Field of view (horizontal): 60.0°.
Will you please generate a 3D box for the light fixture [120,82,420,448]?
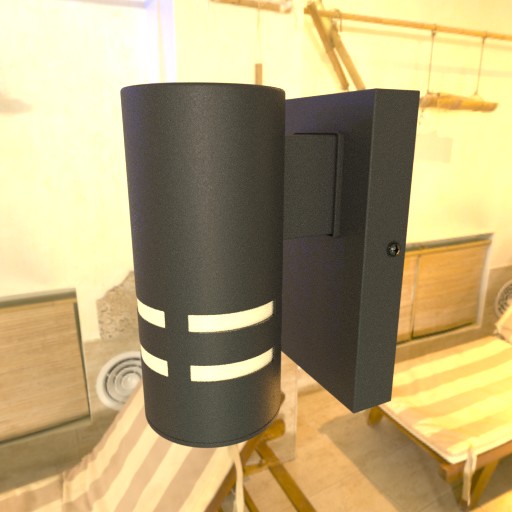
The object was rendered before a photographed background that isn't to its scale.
[{"bbox_3d":[0.000,0.000,0.257,0.138,0.179,0.098,-8,17,-25],"label":"light fixture"}]
